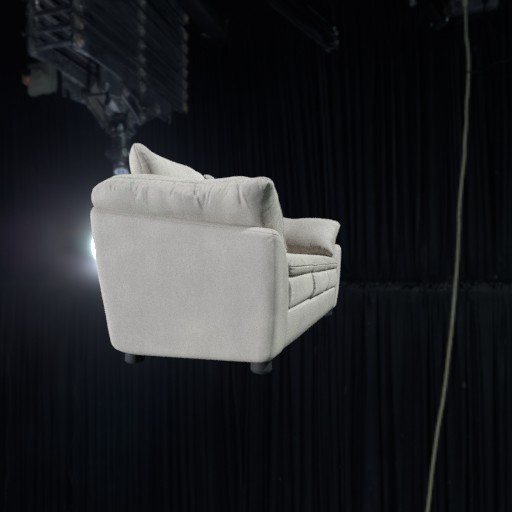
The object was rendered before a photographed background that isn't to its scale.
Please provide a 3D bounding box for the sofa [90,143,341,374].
[{"bbox_3d":[0.000,0.000,2.897,0.878,0.996,2.334,0,0,17],"label":"sofa"}]
